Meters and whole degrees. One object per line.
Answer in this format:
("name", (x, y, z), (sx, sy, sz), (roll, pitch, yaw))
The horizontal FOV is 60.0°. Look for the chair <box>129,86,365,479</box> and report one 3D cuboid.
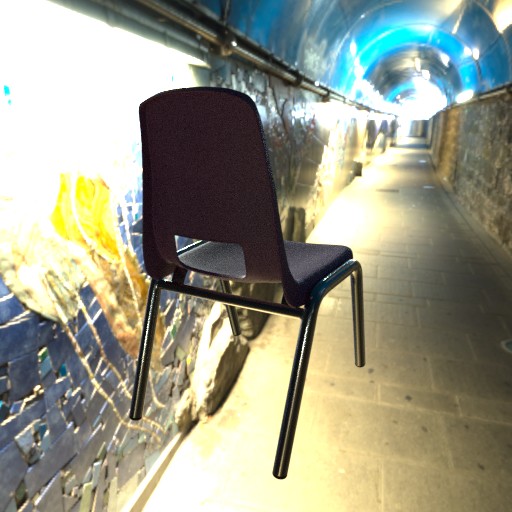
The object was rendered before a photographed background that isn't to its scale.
("chair", (0.000, 0.000, 0.853), (0.356, 0.584, 0.419), (9, 18, 27))
